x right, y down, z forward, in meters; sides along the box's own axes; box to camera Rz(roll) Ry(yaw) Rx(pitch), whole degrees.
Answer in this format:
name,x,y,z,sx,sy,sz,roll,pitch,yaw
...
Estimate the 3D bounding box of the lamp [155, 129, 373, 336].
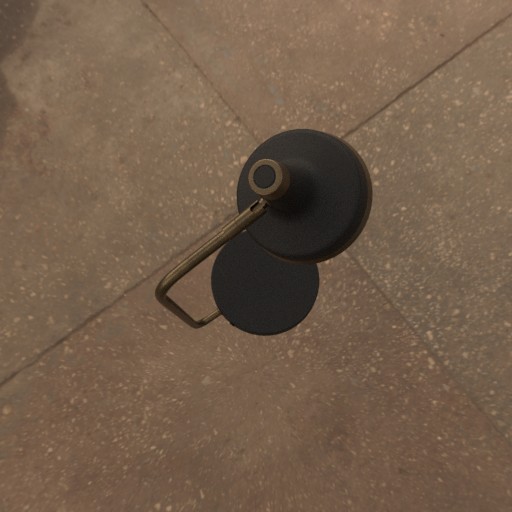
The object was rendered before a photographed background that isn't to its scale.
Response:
name,x,y,z,sx,sy,sz,roll,pitch,yaw
lamp,0.000,0.000,0.483,0.218,0.385,0.162,-34,78,-8
